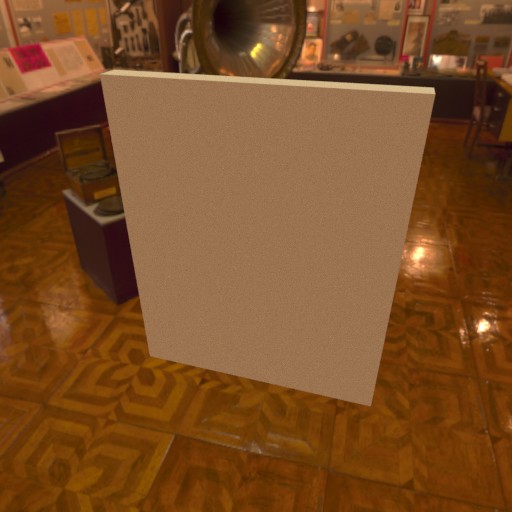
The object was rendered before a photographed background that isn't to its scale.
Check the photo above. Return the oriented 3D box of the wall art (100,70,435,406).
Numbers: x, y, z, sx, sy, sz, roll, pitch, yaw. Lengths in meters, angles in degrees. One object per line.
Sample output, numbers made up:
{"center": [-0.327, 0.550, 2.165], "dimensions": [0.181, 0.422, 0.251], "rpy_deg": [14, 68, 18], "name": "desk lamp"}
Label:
{"center": [0.000, 0.000, 0.738], "dimensions": [0.451, 0.553, 0.039], "rpy_deg": [9, 33, 14], "name": "wall art"}
